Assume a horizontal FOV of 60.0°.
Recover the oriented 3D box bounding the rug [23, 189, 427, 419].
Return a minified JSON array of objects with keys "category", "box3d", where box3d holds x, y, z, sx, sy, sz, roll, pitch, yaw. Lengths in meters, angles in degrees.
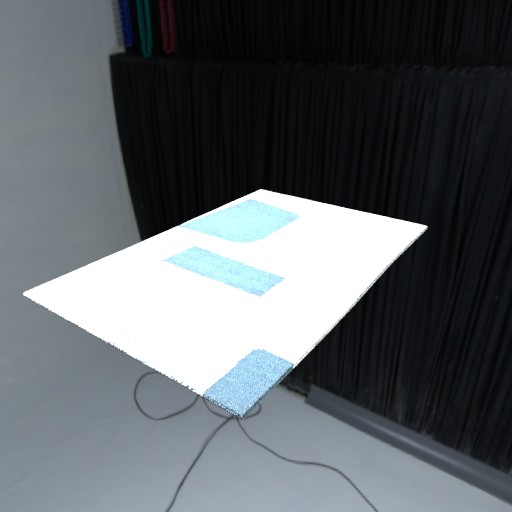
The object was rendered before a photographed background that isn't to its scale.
[{"category":"rug","box3d":[0.000,0.000,2.325,1.238,0.020,1.847,18,31,32]}]
